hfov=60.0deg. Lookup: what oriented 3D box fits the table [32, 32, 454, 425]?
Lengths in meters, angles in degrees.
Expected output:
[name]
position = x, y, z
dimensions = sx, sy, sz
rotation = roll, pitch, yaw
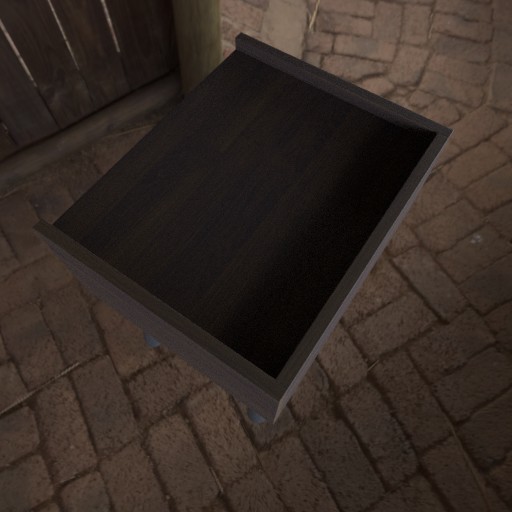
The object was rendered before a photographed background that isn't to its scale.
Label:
[table]
position = 0.000, 0.000, 0.800
dimensions = 0.370, 0.470, 0.450
rotation = 32, 67, 15
